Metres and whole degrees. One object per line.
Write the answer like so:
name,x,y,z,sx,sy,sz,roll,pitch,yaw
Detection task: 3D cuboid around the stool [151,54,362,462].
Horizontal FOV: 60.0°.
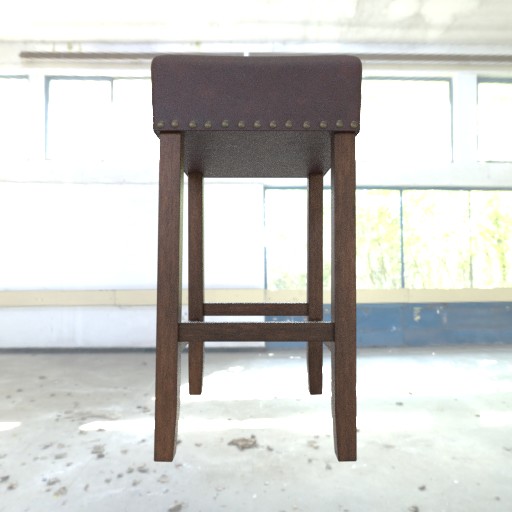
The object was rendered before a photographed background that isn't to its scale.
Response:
stool,0.000,0.000,1.049,0.401,0.769,0.465,0,-1,0
